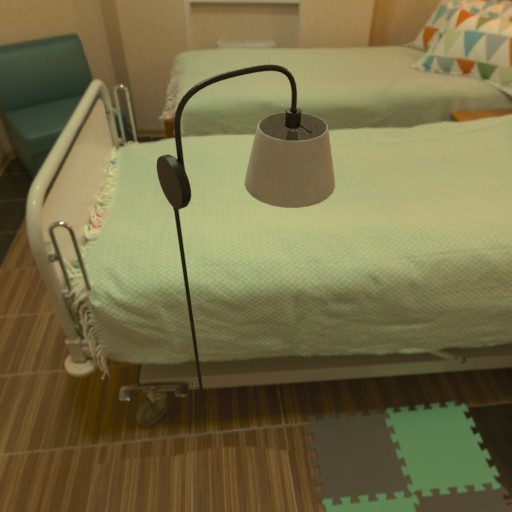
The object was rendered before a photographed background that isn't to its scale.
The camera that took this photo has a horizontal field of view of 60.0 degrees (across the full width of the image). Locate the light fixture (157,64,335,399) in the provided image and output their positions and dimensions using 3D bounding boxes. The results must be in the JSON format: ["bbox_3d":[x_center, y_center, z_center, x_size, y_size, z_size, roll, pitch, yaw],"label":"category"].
[{"bbox_3d":[0.000,0.000,0.484,0.176,0.399,0.092,-24,46,-26],"label":"light fixture"}]
